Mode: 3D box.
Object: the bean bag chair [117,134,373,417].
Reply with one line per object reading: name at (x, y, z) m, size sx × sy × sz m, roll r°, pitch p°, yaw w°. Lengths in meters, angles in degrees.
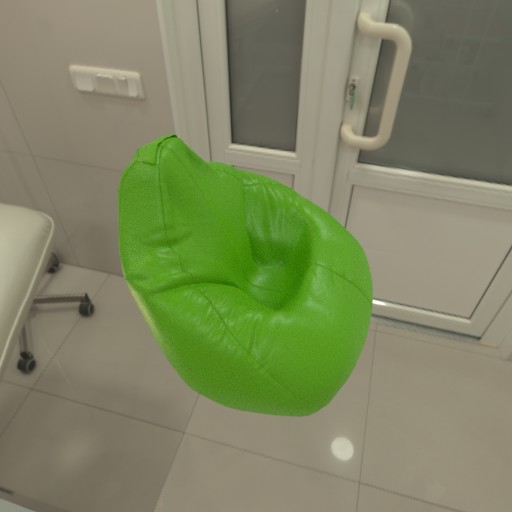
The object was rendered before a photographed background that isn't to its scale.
bean bag chair at (0.000, 0.000, 1.909) m, size 1.070 × 0.990 × 1.070 m, roll 11°, pitch 47°, yaw 11°
